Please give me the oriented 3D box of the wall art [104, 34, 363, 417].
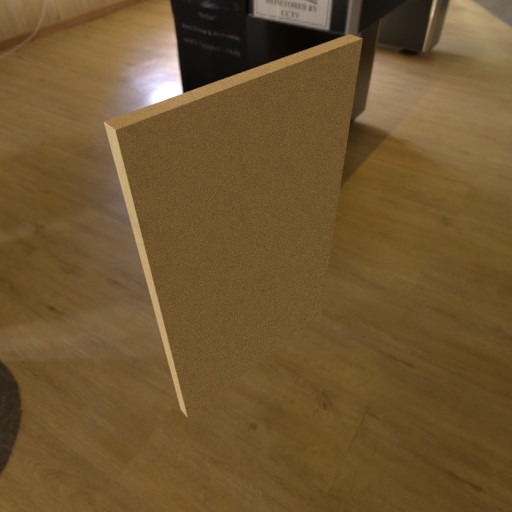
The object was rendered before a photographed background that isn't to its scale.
[{"bbox_3d":[0.000,0.000,0.986,0.510,0.810,0.039,-32,53,-28],"label":"wall art"}]
